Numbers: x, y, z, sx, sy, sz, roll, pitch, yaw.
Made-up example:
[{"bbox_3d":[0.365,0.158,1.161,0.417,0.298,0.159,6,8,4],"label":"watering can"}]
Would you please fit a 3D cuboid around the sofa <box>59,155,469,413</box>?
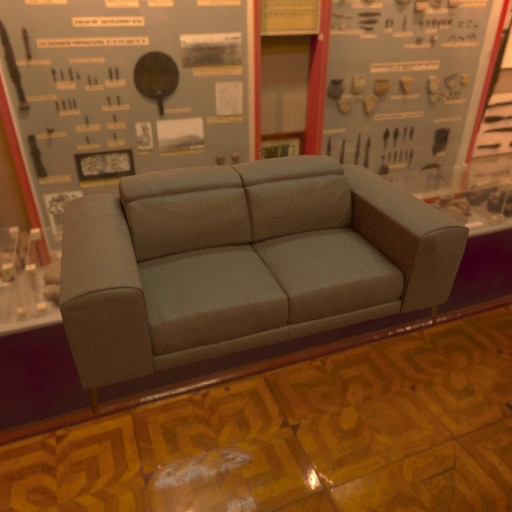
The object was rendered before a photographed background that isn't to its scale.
[{"bbox_3d":[0.000,0.000,2.390,1.895,0.779,1.003,-10,31,-17],"label":"sofa"}]
